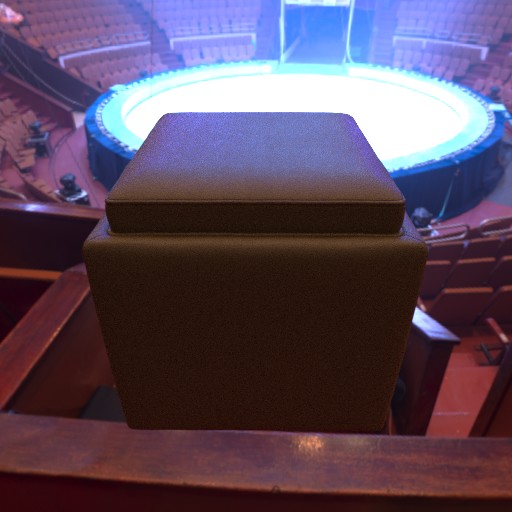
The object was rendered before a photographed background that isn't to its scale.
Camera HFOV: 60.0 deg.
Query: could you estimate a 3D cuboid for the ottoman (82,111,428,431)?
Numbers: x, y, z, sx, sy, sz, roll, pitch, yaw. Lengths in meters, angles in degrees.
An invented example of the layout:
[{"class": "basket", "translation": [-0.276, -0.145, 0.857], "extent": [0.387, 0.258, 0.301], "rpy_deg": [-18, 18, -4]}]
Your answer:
[{"class": "ottoman", "translation": [0.000, 0.000, 0.816], "extent": [0.450, 0.460, 0.451], "rpy_deg": [0, 33, 0]}]
